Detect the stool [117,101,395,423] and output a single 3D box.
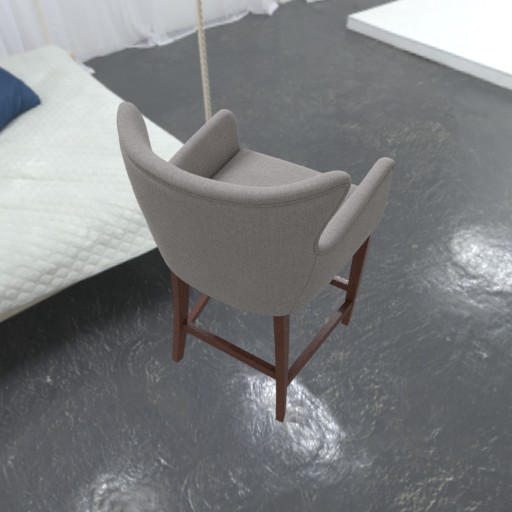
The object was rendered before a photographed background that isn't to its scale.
[{"bbox_3d":[0.000,0.000,1.326,0.575,0.951,0.575,23,50,21],"label":"stool"}]
